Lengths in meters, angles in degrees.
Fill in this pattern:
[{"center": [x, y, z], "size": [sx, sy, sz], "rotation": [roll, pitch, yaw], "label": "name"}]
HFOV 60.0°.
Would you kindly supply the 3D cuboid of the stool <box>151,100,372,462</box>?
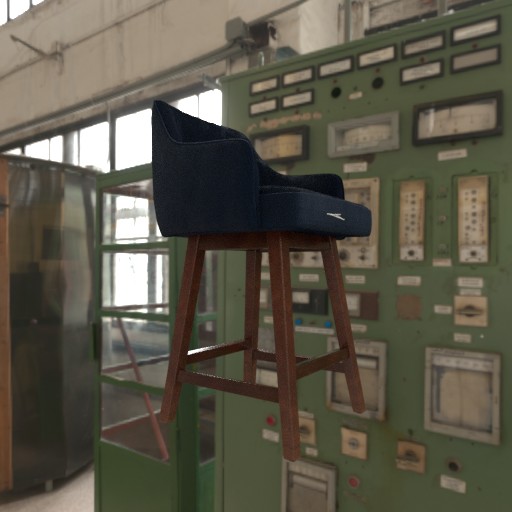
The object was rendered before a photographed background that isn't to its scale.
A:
[{"center": [0.000, 0.000, 1.319], "size": [0.560, 0.940, 0.550], "rotation": [-1, -1, 35], "label": "stool"}]
